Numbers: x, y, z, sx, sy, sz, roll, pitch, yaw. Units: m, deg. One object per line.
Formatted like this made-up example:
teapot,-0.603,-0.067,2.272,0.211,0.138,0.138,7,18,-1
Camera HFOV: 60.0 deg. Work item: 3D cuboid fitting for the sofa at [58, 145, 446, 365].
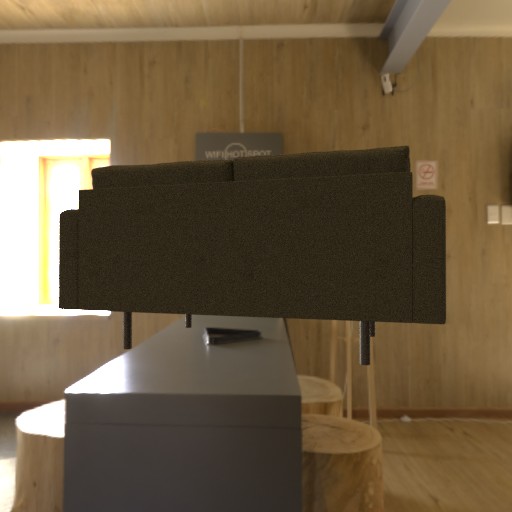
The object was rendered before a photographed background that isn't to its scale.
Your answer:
sofa,0.000,0.000,2.298,1.730,0.897,0.889,0,0,17
